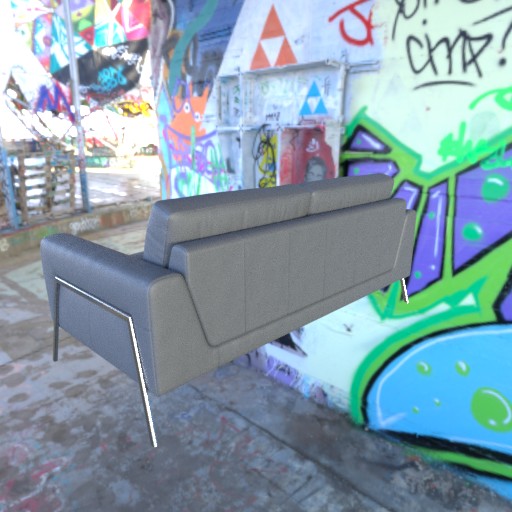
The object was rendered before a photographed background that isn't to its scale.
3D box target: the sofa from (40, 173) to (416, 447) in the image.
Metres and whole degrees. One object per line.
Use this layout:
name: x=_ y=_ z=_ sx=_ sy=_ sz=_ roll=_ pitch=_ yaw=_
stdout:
sofa: x=0.000 y=0.000 z=2.517 sx=0.953 sy=0.875 sz=2.017 roll=15 pitch=21 yaw=42
